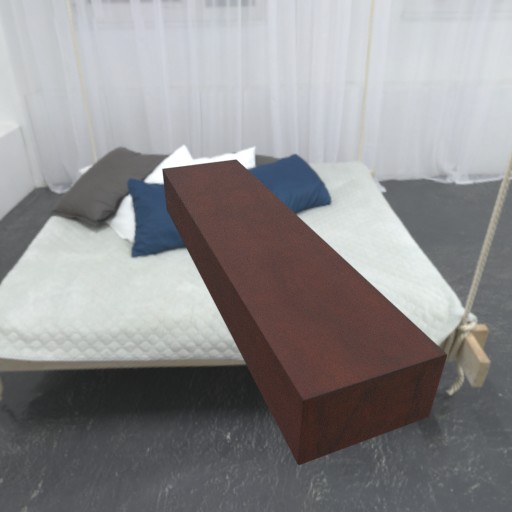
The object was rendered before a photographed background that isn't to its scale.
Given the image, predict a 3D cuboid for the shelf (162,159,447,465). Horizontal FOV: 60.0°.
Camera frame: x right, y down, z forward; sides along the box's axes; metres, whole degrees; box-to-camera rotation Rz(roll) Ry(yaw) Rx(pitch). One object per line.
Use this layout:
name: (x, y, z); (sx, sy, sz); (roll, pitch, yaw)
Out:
shelf: (0.000, 0.000, 0.660); (0.152, 0.088, 0.607); (-11, 33, -18)
